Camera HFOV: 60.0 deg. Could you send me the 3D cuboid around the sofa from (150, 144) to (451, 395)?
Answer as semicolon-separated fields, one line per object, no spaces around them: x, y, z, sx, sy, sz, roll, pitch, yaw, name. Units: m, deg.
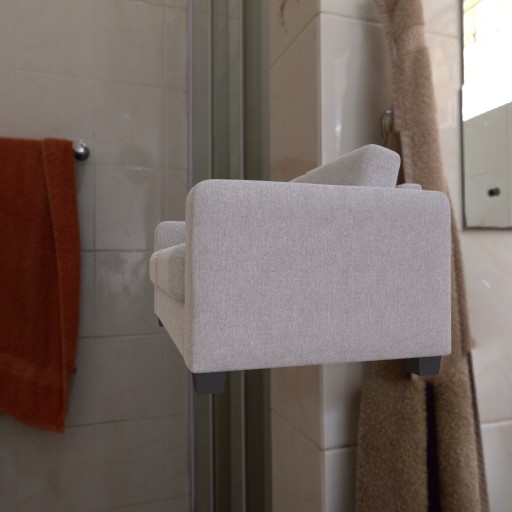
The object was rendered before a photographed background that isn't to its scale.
0.000;0.000;2.046;0.900;0.800;1.540;0;-1;-17;sofa
